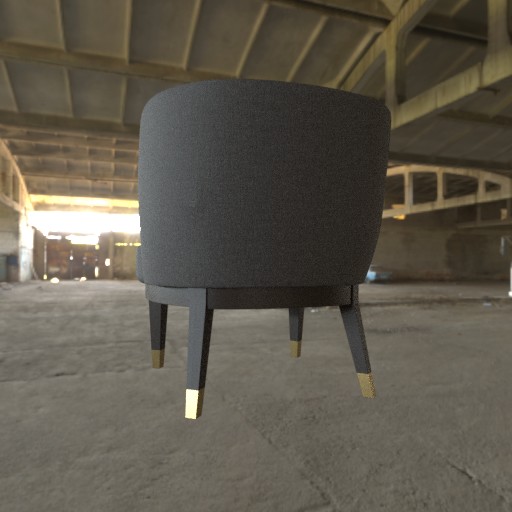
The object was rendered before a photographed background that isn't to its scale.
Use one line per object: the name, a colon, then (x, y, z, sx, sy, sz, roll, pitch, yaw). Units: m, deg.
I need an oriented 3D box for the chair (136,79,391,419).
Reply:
chair: (0.000, 0.000, 1.228, 0.639, 0.695, 0.698, 0, -1, -19)
